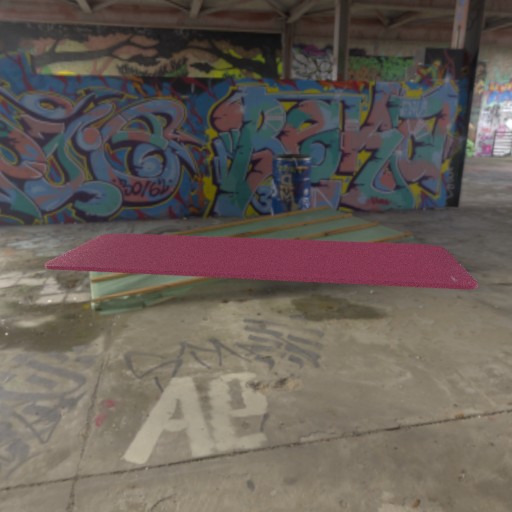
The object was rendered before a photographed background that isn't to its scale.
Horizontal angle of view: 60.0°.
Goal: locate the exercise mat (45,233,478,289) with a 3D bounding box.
[{"bbox_3d":[0.000,0.000,2.150,1.884,0.021,0.616,2,17,8],"label":"exercise mat"}]
